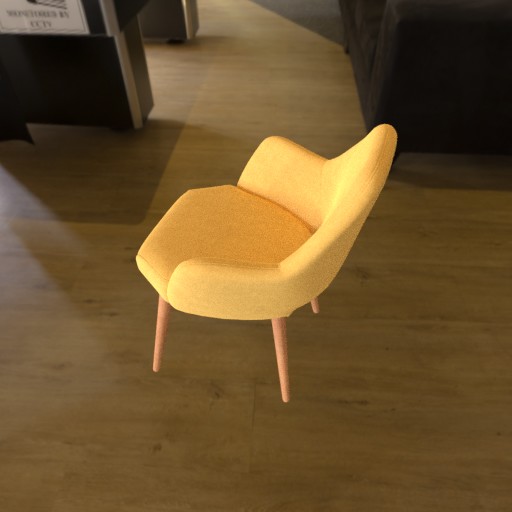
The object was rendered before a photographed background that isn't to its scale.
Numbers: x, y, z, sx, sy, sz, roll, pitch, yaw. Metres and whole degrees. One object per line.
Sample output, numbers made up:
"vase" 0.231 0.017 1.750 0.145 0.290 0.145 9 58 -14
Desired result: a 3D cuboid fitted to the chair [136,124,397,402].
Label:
"chair" 0.000 0.000 1.280 0.610 0.840 0.590 15 47 14
